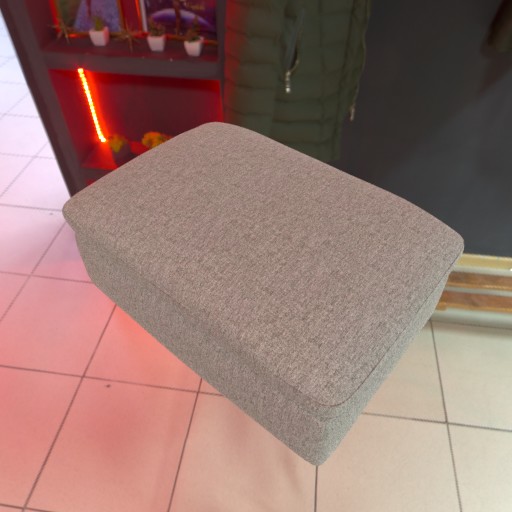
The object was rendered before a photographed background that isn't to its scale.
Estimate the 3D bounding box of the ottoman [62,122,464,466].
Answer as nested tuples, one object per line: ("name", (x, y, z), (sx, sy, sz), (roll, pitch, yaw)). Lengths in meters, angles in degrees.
("ottoman", (0.000, 0.000, 1.336), (0.977, 0.451, 0.694), (32, 54, 27))
